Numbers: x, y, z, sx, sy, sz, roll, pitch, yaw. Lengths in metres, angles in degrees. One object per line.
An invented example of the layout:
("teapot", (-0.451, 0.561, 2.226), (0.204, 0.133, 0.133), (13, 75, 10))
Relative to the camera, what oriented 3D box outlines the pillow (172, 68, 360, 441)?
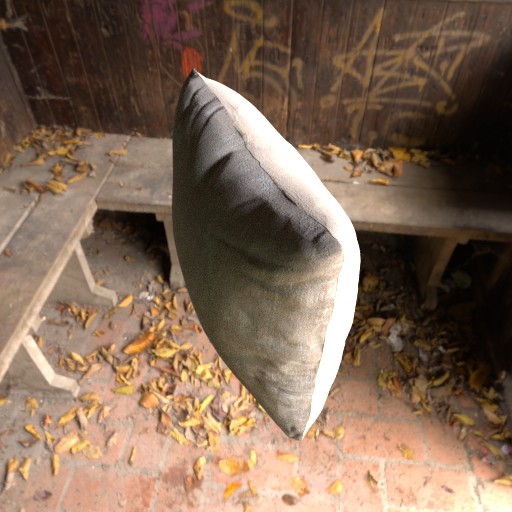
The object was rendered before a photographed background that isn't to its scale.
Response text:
("pillow", (0.000, 0.000, 0.719), (0.245, 0.448, 0.450), (-16, 48, -15))
